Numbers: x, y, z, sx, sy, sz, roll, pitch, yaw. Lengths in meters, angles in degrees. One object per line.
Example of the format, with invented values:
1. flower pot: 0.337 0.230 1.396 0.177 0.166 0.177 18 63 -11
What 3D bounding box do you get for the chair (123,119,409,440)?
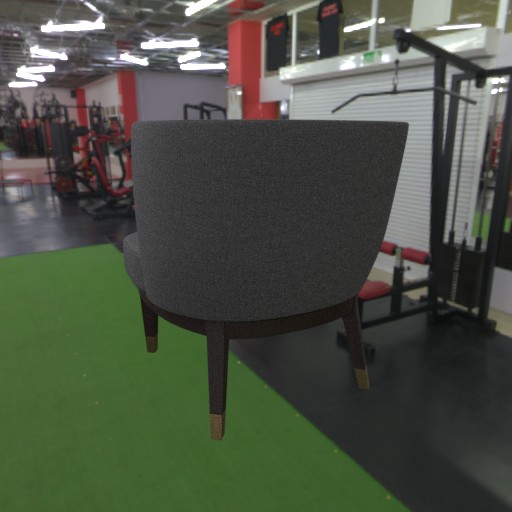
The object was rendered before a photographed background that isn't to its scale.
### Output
1. chair: 0.000 0.000 1.208 0.639 0.695 0.698 -8 18 -27
